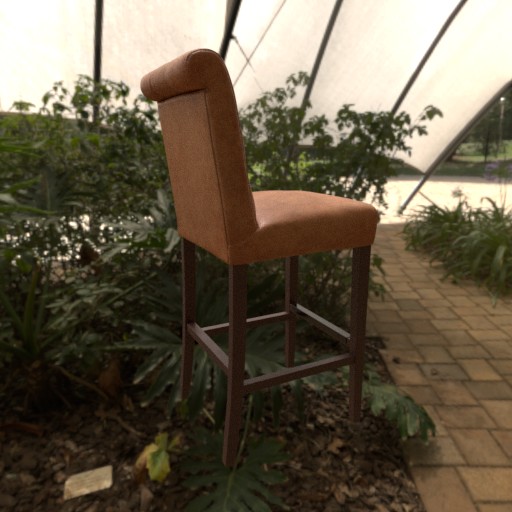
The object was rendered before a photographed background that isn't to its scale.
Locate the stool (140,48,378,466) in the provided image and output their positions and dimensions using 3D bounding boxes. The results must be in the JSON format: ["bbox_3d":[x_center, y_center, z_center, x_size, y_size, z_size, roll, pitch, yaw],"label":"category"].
[{"bbox_3d":[0.000,0.000,1.447,0.601,1.140,0.493,-7,16,-26],"label":"stool"}]
